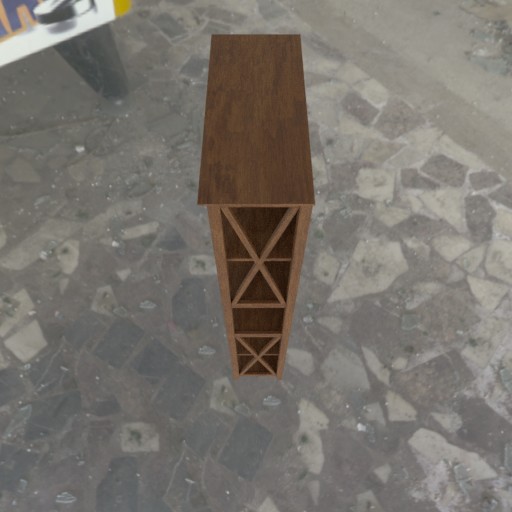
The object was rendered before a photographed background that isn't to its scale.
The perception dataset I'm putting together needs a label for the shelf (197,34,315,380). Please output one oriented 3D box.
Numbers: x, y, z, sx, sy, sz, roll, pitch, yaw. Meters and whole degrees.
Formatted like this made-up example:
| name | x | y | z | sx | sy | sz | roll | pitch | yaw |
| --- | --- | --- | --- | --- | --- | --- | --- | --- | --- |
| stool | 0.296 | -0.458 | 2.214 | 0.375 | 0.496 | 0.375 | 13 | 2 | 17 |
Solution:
| name | x | y | z | sx | sy | sz | roll | pitch | yaw |
| --- | --- | --- | --- | --- | --- | --- | --- | --- | --- |
| shelf | 0.000 | 0.000 | 2.277 | 0.335 | 1.905 | 0.805 | 0 | 59 | 0 |
